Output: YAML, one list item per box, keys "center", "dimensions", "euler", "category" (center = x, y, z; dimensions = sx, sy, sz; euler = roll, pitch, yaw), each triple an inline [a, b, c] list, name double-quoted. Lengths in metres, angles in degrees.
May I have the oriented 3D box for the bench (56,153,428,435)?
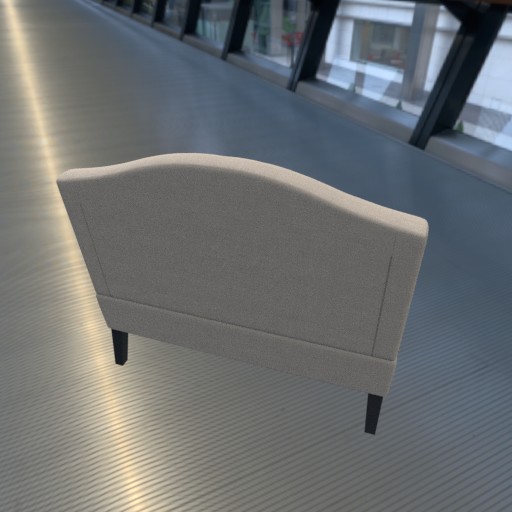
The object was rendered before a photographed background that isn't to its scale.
- center: [0.000, 0.000, 2.019]
  dimensions: [1.335, 1.180, 0.815]
  euler: [10, 34, 16]
  category: "bench"
